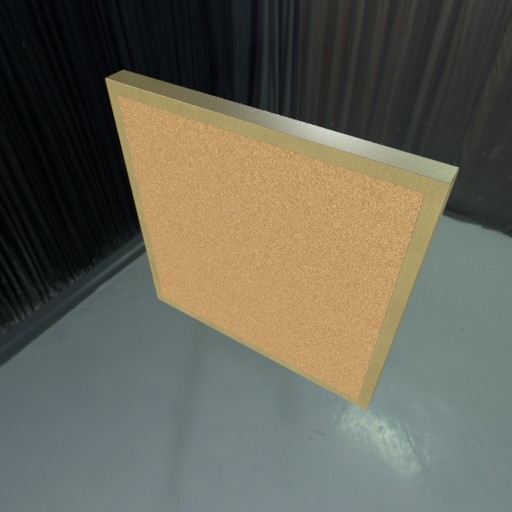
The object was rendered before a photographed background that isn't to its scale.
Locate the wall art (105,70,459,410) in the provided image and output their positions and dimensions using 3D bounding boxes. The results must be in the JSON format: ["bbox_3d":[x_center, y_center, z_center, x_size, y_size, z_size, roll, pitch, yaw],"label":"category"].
[{"bbox_3d":[0.000,0.000,0.752,0.508,0.508,0.038,24,49,22],"label":"wall art"}]
